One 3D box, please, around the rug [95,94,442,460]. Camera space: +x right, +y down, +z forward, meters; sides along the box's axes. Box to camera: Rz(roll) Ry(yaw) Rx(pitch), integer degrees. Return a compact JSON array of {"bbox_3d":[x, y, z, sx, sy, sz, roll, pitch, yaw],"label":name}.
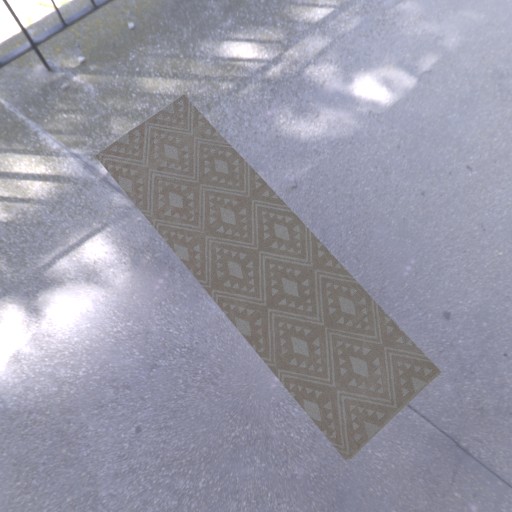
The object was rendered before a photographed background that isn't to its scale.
[{"bbox_3d":[0.000,0.000,2.759,0.752,0.051,2.452,-39,77,-10],"label":"rug"}]
